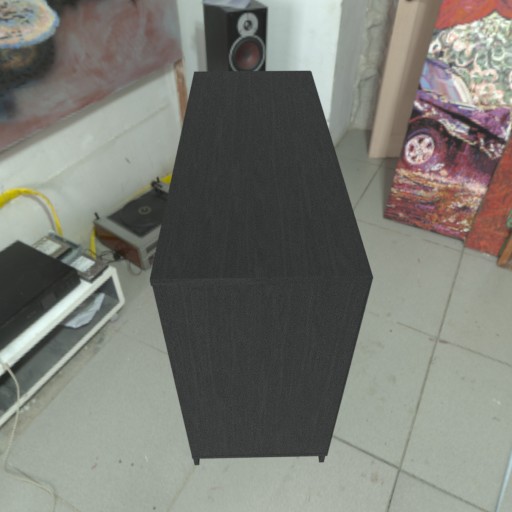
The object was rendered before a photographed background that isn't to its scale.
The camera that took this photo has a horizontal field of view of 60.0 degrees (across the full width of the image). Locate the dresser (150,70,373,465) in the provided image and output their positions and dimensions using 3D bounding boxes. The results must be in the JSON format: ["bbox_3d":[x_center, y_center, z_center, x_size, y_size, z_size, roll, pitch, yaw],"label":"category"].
[{"bbox_3d":[0.000,0.000,1.439,0.404,0.816,0.994,-1,43,-1],"label":"dresser"}]
